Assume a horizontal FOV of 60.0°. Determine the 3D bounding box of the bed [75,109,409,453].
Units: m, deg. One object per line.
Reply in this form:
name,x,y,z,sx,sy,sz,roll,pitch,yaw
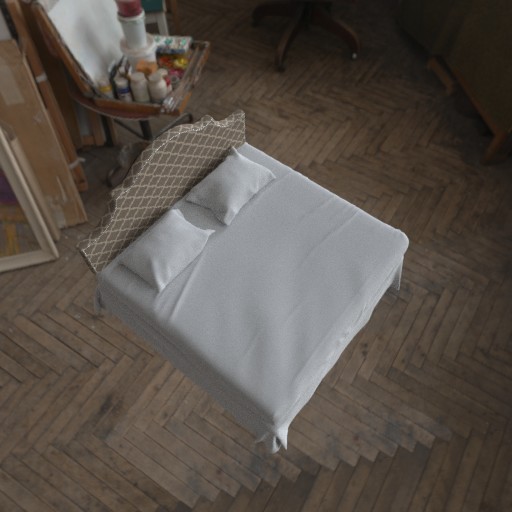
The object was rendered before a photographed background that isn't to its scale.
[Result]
bed,0.000,0.000,3.840,2.222,1.601,2.314,34,65,19
